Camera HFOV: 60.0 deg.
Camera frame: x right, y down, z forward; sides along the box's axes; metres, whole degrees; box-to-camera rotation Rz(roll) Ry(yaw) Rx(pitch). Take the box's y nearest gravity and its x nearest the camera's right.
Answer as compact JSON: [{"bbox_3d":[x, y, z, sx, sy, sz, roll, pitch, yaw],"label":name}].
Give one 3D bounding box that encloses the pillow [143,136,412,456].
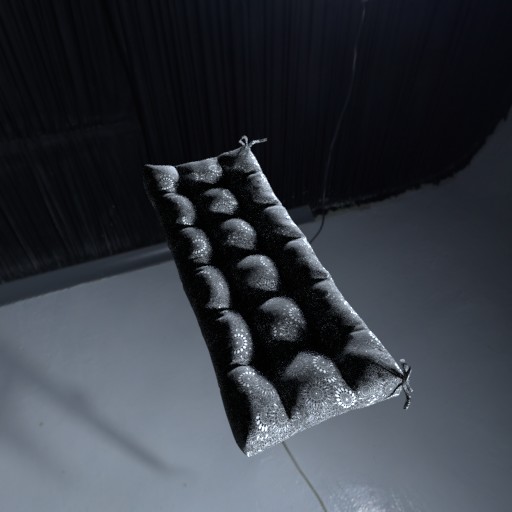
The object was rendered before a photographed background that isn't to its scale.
[{"bbox_3d":[0.000,0.000,1.411,0.511,0.174,1.194,-16,49,-15],"label":"pillow"}]
